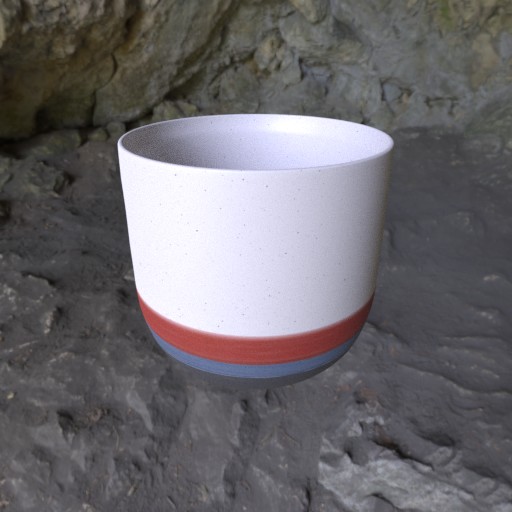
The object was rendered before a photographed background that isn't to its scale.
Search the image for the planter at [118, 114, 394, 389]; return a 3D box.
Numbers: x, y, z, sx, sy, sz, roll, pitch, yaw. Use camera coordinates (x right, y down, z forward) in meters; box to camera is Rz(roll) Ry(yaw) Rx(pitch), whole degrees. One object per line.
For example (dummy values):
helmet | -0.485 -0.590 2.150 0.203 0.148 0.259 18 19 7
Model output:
planter | 0.000 0.000 0.501 0.268 0.270 0.268 0 26 0
